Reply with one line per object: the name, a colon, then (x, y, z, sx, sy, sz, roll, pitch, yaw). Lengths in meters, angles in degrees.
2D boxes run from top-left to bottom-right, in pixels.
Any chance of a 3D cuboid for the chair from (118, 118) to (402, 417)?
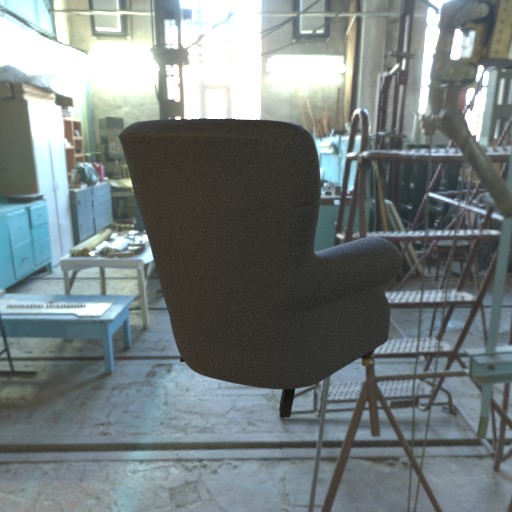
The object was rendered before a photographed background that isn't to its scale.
chair: (0.000, 0.000, 1.825, 0.983, 1.046, 0.983, 14, 20, 42)
